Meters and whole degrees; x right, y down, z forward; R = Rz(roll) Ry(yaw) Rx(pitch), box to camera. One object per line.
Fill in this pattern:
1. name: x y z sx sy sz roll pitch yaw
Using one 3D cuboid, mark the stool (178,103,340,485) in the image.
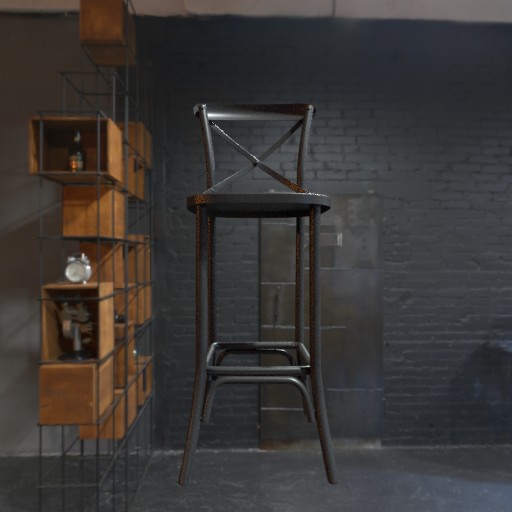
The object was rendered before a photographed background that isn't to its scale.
1. stool: 0.000 0.000 1.422 0.457 1.168 0.584 0 0 -1
